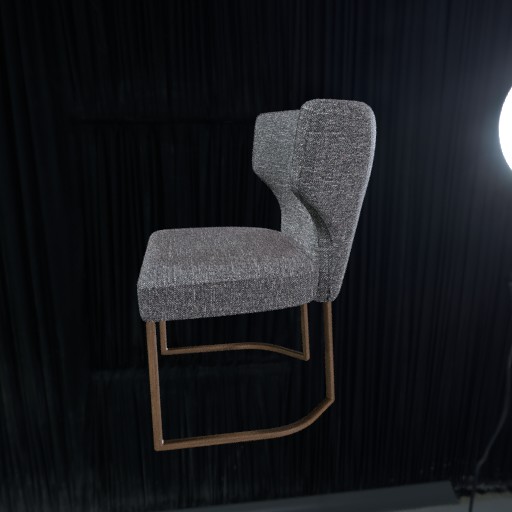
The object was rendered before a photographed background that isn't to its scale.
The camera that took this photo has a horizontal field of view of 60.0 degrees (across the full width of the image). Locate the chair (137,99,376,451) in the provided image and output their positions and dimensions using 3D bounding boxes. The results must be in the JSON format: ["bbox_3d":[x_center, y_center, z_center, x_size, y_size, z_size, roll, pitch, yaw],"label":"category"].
[{"bbox_3d":[0.000,0.000,1.265,0.617,0.824,0.611,-3,15,-10],"label":"chair"}]
